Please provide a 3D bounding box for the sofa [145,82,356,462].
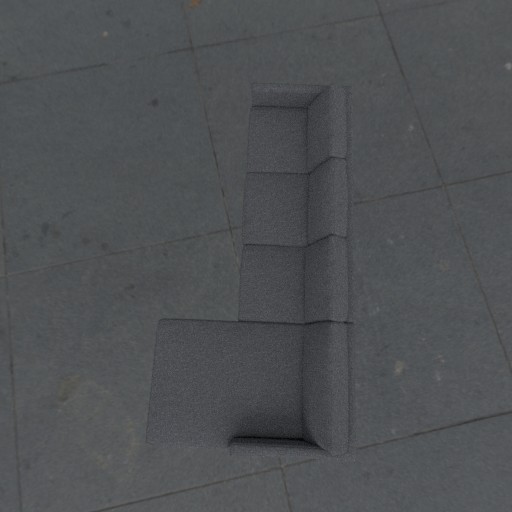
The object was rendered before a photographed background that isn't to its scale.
[{"bbox_3d":[0.000,0.000,3.882,1.625,0.846,3.186,3,75,1],"label":"sofa"}]
